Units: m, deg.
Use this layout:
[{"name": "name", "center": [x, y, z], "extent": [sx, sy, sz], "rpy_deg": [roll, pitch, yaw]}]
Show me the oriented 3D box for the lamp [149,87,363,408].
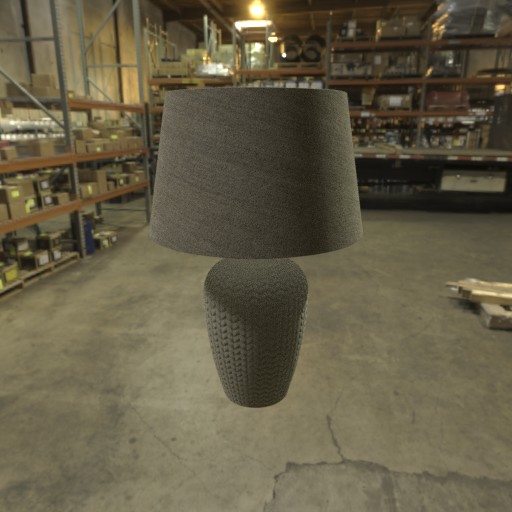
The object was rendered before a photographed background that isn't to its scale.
[{"name": "lamp", "center": [0.000, 0.000, 0.845], "extent": [0.390, 0.580, 0.390], "rpy_deg": [0, 17, 0]}]
